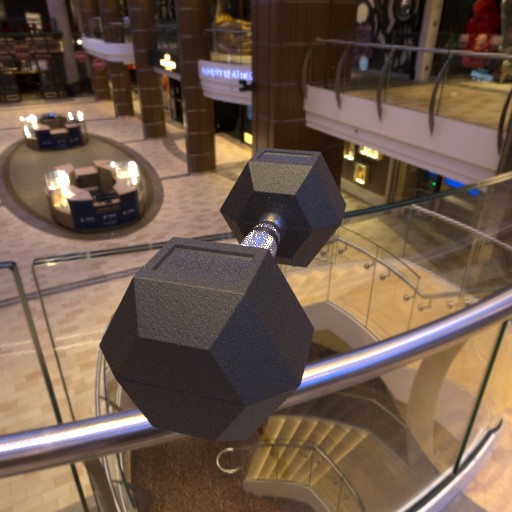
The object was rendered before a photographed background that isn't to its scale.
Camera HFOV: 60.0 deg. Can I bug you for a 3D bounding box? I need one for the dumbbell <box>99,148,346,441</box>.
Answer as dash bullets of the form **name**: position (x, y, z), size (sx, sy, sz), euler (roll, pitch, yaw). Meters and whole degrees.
- **dumbbell**: position (0.000, 0.000, 0.419), size (0.141, 0.123, 0.356), euler (8, 30, 13)
